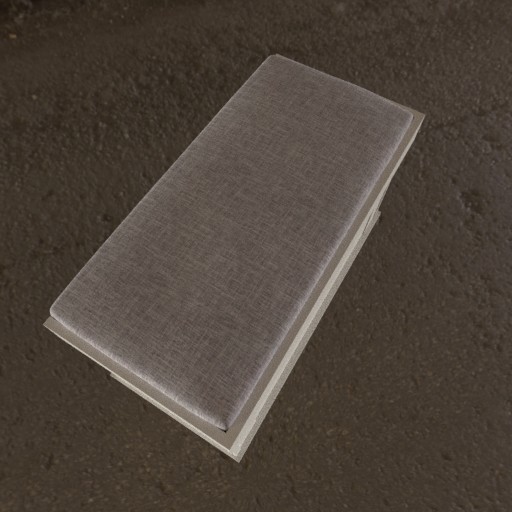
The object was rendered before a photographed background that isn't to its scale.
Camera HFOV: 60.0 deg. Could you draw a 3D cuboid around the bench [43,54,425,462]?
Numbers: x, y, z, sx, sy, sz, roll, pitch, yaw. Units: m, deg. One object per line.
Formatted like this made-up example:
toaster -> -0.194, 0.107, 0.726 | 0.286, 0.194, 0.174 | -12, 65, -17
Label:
bench -> 0.000, 0.000, 0.981 | 0.362, 0.461, 0.734 | 28, 66, 14
